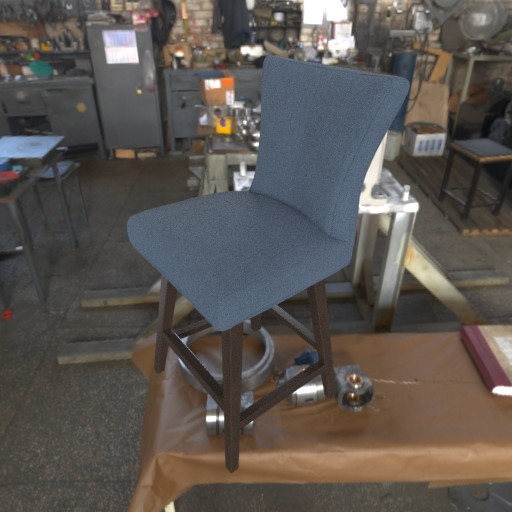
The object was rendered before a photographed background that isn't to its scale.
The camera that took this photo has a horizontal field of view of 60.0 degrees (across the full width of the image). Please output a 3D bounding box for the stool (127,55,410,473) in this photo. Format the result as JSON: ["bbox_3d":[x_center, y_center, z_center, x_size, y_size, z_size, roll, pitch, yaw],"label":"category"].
[{"bbox_3d":[0.000,0.000,1.294,0.574,1.000,0.514,-21,37,-31],"label":"stool"}]
